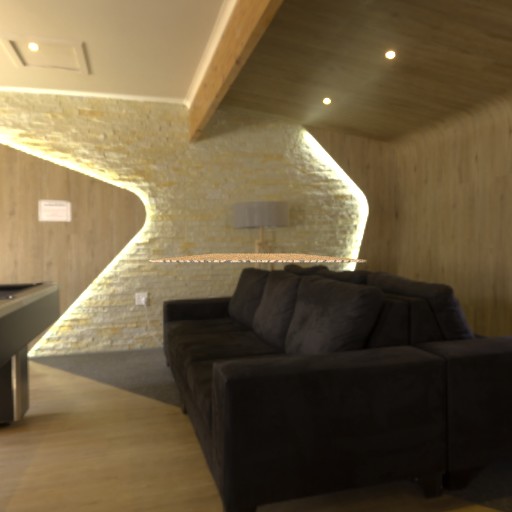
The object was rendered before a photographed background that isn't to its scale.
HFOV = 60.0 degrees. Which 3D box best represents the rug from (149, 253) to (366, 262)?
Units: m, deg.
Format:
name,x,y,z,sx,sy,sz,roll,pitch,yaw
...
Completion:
name,x,y,z,sx,sy,sz,roll,pitch,yaw
rug,0.000,0.000,2.503,0.686,0.008,2.286,0,1,0
